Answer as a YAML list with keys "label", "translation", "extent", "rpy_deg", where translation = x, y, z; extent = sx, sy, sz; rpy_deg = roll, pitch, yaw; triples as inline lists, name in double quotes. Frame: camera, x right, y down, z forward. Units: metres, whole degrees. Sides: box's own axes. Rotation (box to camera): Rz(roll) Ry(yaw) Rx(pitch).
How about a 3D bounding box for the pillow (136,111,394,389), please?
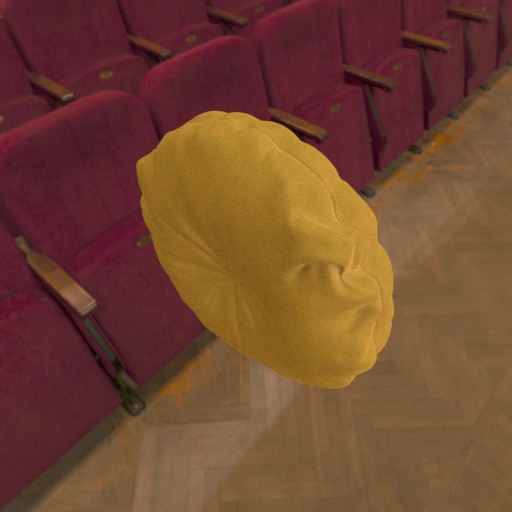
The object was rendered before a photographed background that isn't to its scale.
- label: "pillow"
  translation: [0.000, 0.000, 0.636]
  extent: [0.428, 0.407, 0.148]
  rpy_deg: [33, 55, 27]
